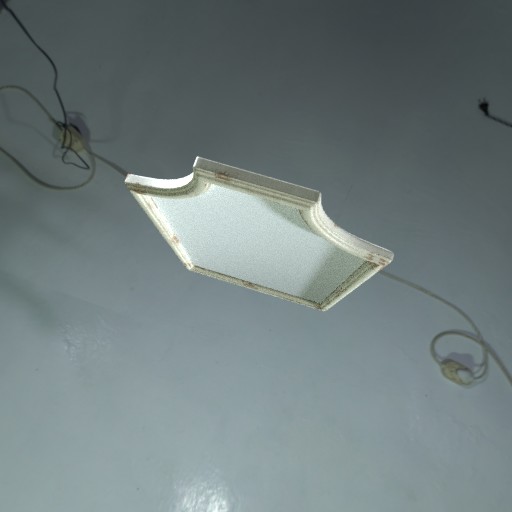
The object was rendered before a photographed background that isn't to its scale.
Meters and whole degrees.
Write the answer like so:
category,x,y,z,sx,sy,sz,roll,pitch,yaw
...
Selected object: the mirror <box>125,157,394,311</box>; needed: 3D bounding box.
category,x,y,z,sx,sy,sz,roll,pitch,yaw
mirror,0.000,0.000,0.859,0.403,0.717,0.022,17,77,4
